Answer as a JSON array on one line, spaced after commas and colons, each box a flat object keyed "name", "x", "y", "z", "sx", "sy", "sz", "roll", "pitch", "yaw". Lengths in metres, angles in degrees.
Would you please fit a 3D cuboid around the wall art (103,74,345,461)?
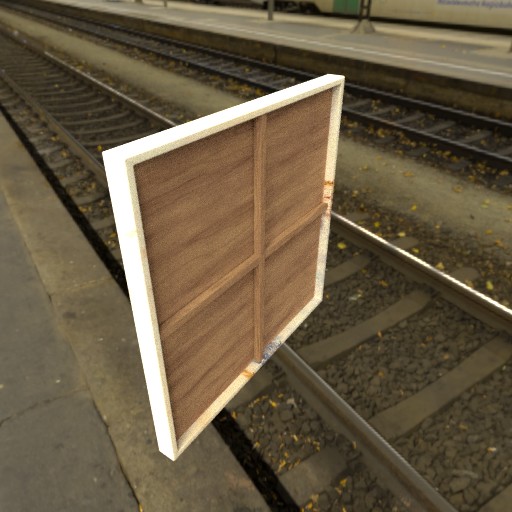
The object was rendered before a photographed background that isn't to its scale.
[{"name": "wall art", "x": 0.000, "y": 0.000, "z": 1.589, "sx": 0.071, "sy": 1.061, "sz": 1.061, "roll": 21, "pitch": 38, "yaw": 29}]
